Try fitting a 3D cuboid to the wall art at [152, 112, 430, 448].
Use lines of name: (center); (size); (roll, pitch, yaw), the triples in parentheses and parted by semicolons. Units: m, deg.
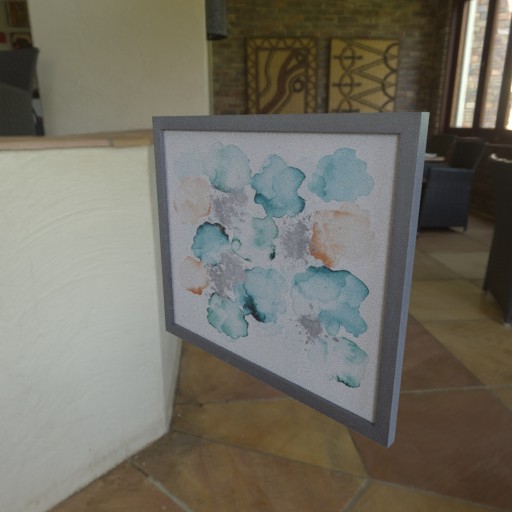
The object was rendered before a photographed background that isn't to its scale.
wall art: (0.000, 0.000, 0.919); (0.660, 0.558, 0.026); (15, 23, 42)
